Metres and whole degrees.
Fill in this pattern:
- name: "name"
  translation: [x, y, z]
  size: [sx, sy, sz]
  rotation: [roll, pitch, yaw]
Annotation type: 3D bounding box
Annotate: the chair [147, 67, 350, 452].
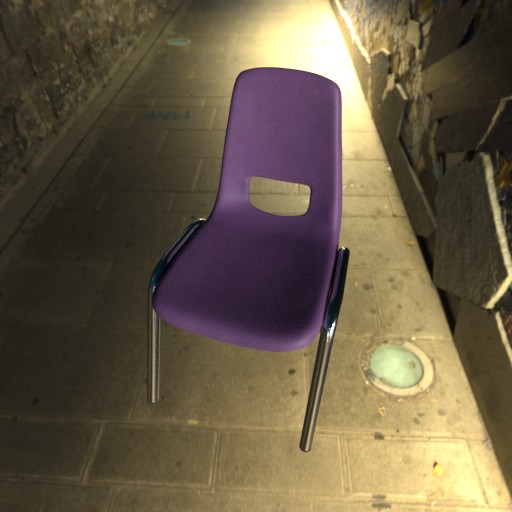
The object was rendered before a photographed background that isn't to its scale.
- name: "chair"
  translation: [0.000, 0.000, 0.855]
  size: [0.356, 0.584, 0.419]
  rotation: [12, 43, 13]
